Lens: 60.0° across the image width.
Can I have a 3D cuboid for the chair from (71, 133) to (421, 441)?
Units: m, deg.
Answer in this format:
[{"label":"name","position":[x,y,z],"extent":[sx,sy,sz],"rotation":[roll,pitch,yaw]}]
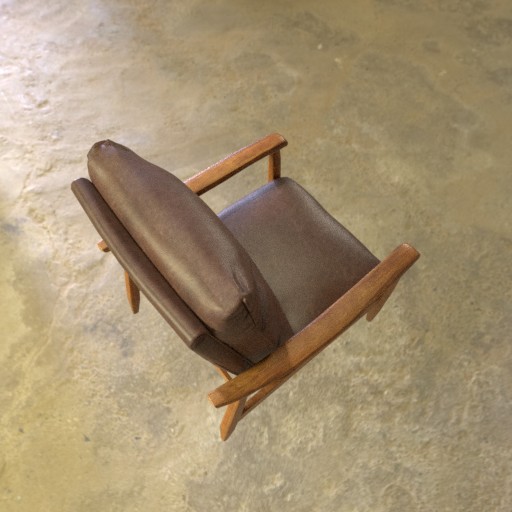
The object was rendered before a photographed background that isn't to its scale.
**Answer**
[{"label":"chair","position":[0.000,0.000,1.507],"extent":[0.830,0.897,0.782],"rotation":[-34,63,-19]}]
